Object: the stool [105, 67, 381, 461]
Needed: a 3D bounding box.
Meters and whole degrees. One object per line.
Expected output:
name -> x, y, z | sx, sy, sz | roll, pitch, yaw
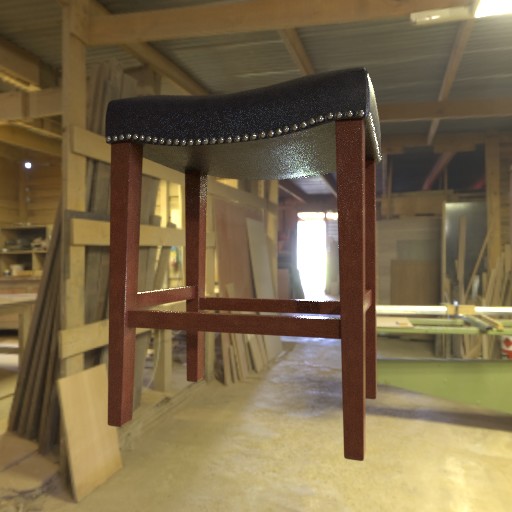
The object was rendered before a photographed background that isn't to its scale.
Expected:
stool -> 0.000, 0.000, 0.948 | 0.504, 0.654, 0.372 | 0, -1, 18
